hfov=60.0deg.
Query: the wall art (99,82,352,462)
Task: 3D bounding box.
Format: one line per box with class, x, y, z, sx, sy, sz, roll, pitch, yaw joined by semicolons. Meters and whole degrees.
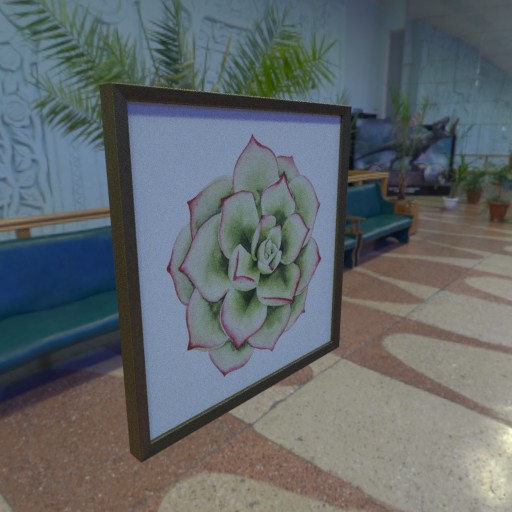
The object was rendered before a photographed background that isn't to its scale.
wall art;0.000;0.000;0.750;0.031;0.506;0.503;14;20;42
